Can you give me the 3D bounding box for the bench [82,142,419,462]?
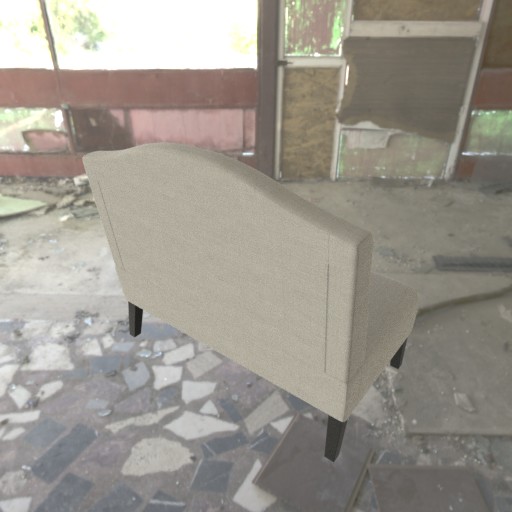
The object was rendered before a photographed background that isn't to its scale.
[{"bbox_3d":[0.000,0.000,2.062,1.335,1.180,0.815,21,36,32],"label":"bench"}]
